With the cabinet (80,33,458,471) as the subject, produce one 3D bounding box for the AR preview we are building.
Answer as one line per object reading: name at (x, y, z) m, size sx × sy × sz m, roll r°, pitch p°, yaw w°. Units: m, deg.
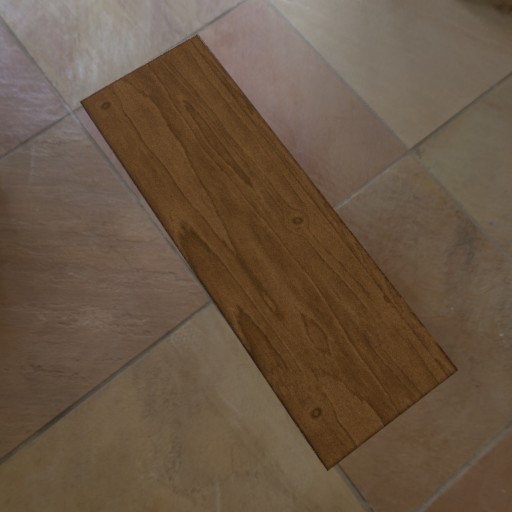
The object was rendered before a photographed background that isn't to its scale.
cabinet at (0.000, 0.000, 1.748) m, size 0.477 × 0.802 × 1.363 m, roll -34°, pitch 78°, yaw -8°
